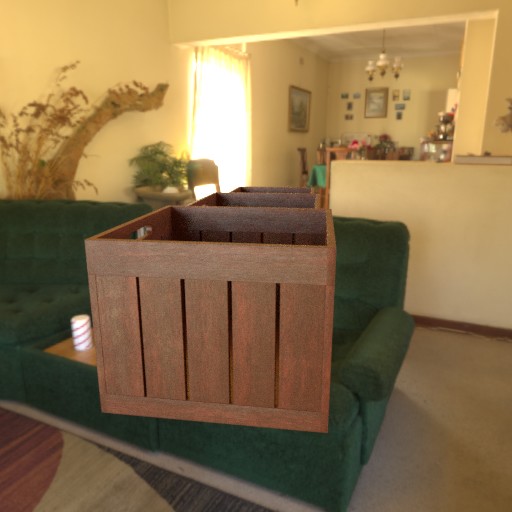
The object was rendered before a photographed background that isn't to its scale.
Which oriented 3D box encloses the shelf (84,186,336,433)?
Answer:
[{"bbox_3d":[0.000,0.000,1.223,0.393,0.311,1.064,2,15,8],"label":"shelf"}]
